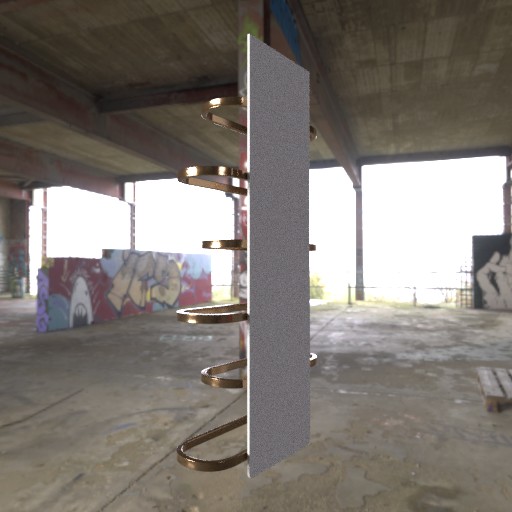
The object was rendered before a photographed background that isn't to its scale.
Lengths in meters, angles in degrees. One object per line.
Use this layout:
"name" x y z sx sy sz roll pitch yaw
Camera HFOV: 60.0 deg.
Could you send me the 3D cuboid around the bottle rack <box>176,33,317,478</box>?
"bottle rack" 0.000 0.000 0.811 0.118 0.709 0.332 -1 -1 38
